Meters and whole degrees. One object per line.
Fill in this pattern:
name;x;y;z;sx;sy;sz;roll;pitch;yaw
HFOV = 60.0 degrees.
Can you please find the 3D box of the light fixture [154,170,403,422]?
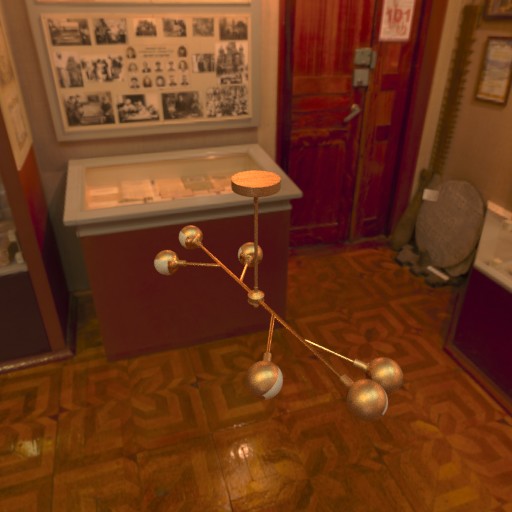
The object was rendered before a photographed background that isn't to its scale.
light fixture;0.000;0.000;0.990;0.434;0.362;0.778;-8;30;-14
